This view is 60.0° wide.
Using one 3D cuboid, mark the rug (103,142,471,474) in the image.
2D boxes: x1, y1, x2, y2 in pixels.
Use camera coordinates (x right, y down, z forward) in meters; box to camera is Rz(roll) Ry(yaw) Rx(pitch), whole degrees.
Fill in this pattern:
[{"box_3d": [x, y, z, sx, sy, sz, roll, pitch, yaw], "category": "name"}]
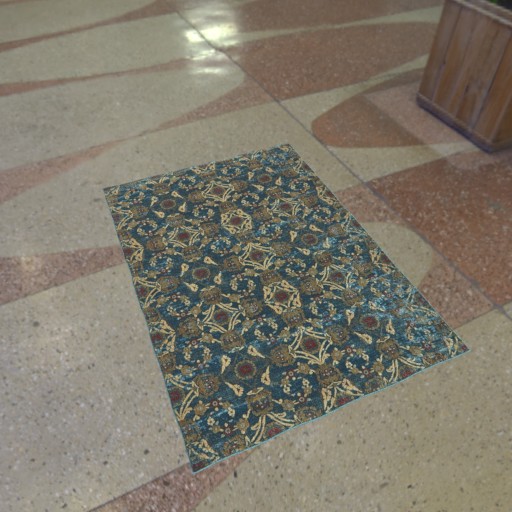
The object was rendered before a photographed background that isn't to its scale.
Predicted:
[{"box_3d": [0.000, 0.000, 2.864, 1.567, 0.014, 2.207, -18, 49, -16], "category": "rug"}]
